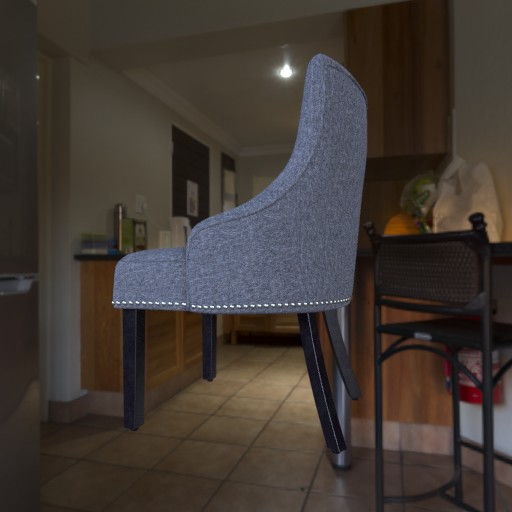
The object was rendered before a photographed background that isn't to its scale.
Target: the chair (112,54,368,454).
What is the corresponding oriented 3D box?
[{"bbox_3d":[0.000,0.000,1.295,0.629,0.909,0.566,0,0,19],"label":"chair"}]
